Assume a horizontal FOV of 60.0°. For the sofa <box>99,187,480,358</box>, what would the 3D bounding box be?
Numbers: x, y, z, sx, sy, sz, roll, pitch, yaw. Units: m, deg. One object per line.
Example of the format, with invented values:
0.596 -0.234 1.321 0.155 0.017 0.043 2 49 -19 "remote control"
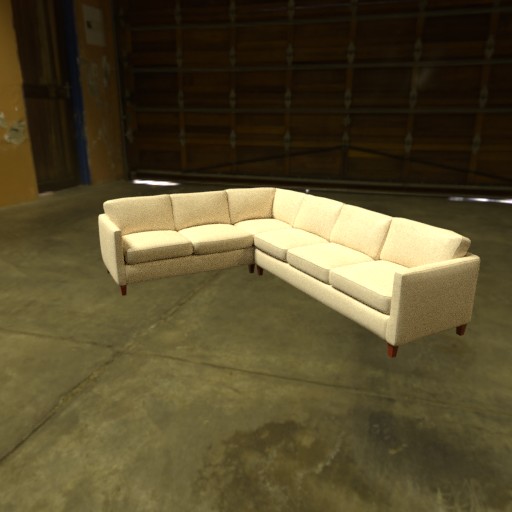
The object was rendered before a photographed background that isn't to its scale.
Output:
0.000 0.000 4.551 2.593 0.947 3.302 -9 19 -27 "sofa"
